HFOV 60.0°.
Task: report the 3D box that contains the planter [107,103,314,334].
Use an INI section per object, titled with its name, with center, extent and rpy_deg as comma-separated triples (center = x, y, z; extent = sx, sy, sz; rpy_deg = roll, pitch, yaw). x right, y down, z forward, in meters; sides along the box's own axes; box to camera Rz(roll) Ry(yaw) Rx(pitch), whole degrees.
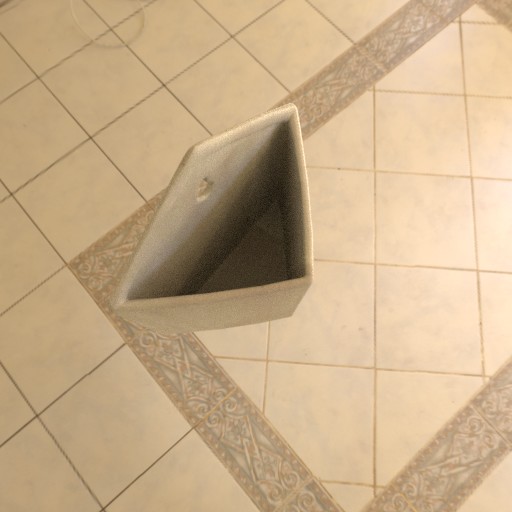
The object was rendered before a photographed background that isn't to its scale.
[planter]
center = 0.000, 0.000, 0.284
extent = 0.080, 0.194, 0.163
rpy_deg = 38, 78, 9
